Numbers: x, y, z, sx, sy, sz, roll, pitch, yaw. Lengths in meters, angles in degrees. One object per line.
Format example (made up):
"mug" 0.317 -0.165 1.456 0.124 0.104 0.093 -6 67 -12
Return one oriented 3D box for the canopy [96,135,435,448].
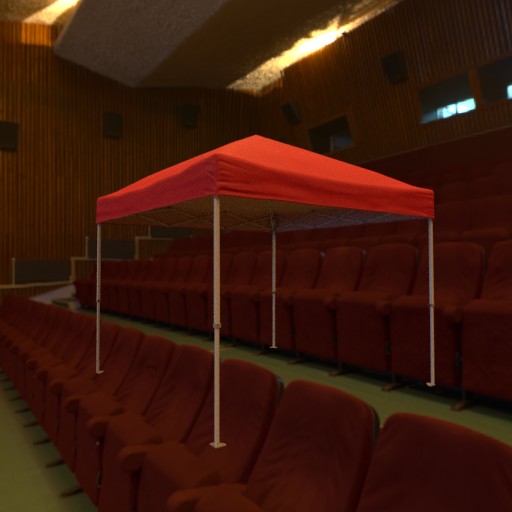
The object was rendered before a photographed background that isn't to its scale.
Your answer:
"canopy" 0.000 0.000 5.459 2.998 2.997 2.996 1 -1 -37
